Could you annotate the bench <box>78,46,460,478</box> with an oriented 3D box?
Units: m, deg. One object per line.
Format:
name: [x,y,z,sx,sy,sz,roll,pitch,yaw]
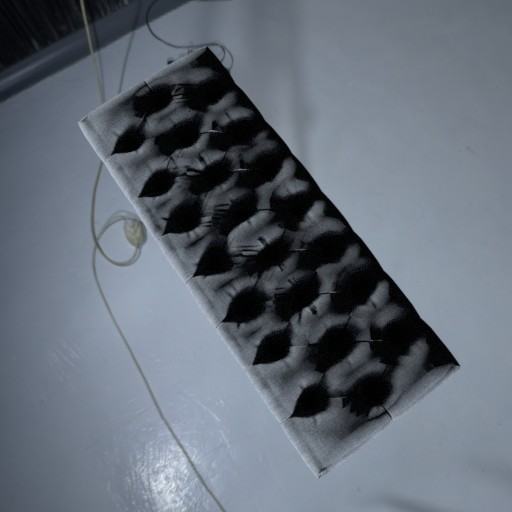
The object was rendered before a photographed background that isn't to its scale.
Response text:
bench: [0.000,0.000,1.275,0.417,0.470,1.052,-34,78,-8]
